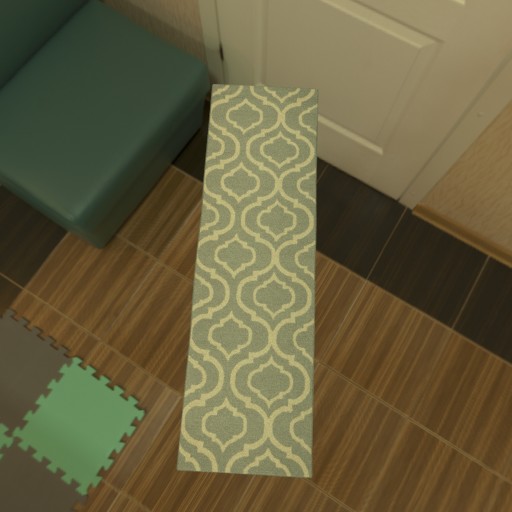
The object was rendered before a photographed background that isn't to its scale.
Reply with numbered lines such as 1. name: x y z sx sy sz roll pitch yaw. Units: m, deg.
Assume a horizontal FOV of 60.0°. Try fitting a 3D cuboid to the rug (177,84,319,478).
1. rug: 0.000 0.000 2.533 0.684 0.009 2.275 3 74 1
